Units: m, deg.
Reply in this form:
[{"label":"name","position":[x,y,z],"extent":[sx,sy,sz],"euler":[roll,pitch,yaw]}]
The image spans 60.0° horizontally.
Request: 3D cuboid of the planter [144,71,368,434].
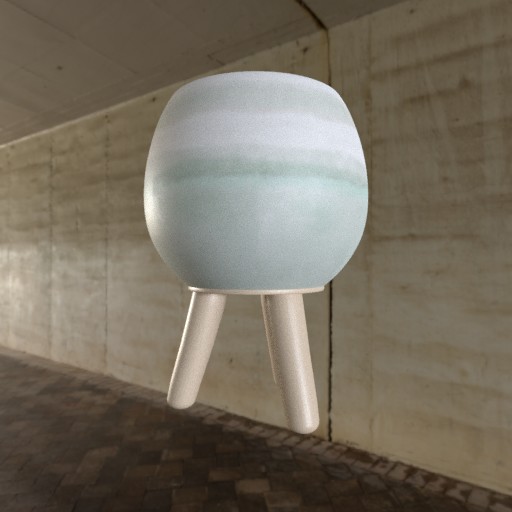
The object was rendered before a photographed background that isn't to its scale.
[{"label":"planter","position":[0.000,0.000,0.329],"extent":[0.161,0.224,0.161],"euler":[0,0,0]}]
